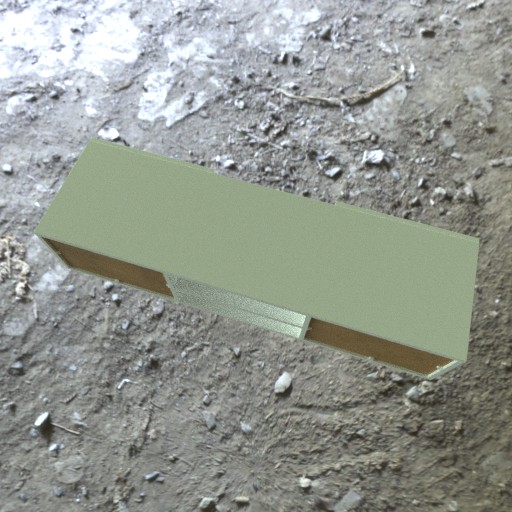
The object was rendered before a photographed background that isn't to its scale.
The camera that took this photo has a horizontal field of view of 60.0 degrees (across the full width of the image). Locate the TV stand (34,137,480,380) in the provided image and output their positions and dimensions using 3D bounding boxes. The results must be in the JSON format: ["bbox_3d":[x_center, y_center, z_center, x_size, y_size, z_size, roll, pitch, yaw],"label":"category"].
[{"bbox_3d":[0.000,0.000,1.589,1.400,0.310,0.420,16,65,8],"label":"TV stand"}]
